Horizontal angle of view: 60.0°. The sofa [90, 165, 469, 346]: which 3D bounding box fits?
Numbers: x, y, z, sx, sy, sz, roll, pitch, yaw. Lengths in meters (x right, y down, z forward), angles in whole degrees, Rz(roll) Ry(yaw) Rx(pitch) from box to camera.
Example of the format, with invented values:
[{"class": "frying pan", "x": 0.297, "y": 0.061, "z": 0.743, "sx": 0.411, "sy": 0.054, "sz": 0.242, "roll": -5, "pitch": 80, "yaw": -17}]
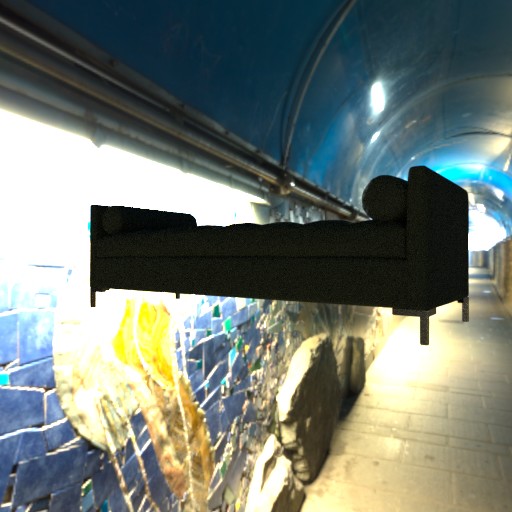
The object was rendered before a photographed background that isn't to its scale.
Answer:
[{"class": "sofa", "x": 0.000, "y": 0.000, "z": 2.514, "sx": 2.102, "sy": 0.657, "sz": 0.797, "roll": 0, "pitch": 0, "yaw": 36}]
